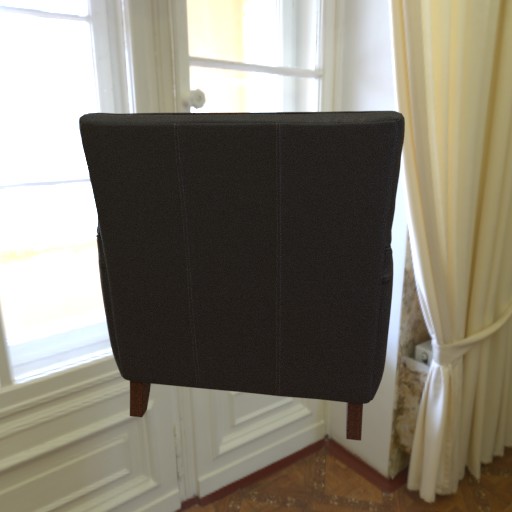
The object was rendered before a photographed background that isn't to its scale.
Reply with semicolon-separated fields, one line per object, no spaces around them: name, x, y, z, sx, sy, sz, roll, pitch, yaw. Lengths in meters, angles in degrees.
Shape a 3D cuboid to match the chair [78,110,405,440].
chair;0.000;0.000;1.567;0.870;0.943;0.825;3;16;9
